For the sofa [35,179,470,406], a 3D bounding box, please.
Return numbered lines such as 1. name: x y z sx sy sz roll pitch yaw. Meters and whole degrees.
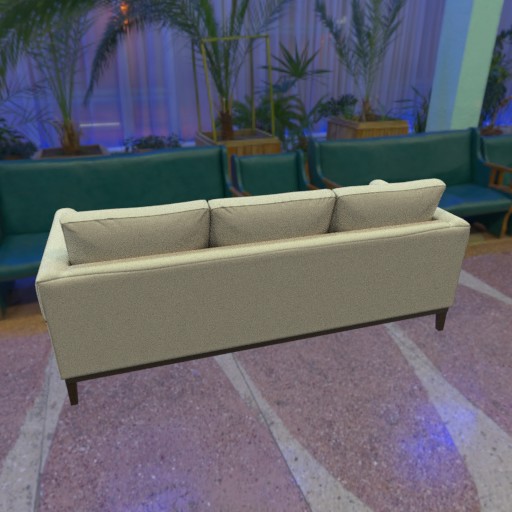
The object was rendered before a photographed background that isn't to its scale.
1. sofa: 0.000 0.000 2.585 2.198 0.911 0.902 -8 26 -15
